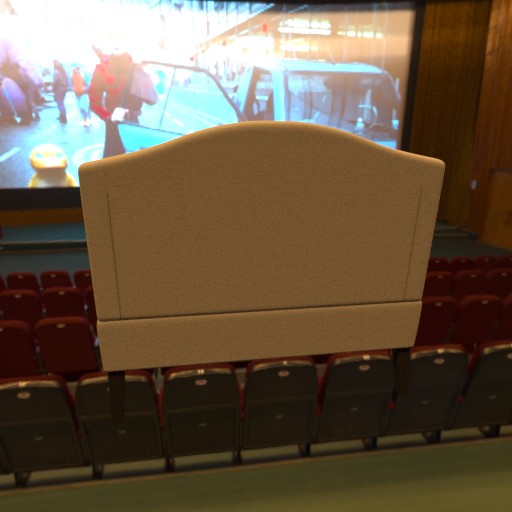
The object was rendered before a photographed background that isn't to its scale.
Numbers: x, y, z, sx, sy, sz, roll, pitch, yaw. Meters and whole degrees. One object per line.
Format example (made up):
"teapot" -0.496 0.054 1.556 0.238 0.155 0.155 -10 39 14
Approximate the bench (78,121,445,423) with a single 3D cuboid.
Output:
"bench" 0.000 0.000 2.047 1.335 1.180 0.815 -3 16 -9
